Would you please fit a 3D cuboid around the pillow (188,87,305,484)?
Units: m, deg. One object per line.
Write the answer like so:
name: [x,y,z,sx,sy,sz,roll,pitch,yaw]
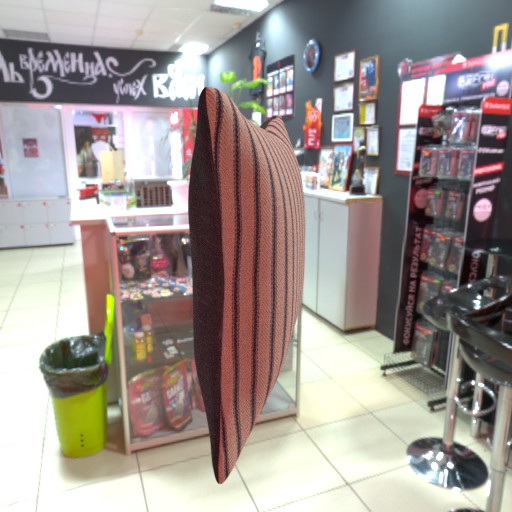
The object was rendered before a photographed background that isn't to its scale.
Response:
pillow: [0.000,0.000,0.683,0.138,0.444,0.468,3,14,11]
